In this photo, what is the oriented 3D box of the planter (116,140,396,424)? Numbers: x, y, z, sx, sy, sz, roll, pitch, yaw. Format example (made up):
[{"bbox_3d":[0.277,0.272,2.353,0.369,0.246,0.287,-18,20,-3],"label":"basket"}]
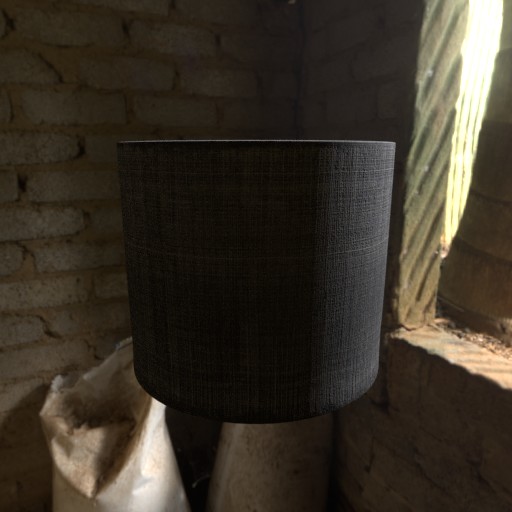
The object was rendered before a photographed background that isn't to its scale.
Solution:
[{"bbox_3d":[0.000,0.000,0.448,0.254,0.221,0.254,0,13,0],"label":"planter"}]
